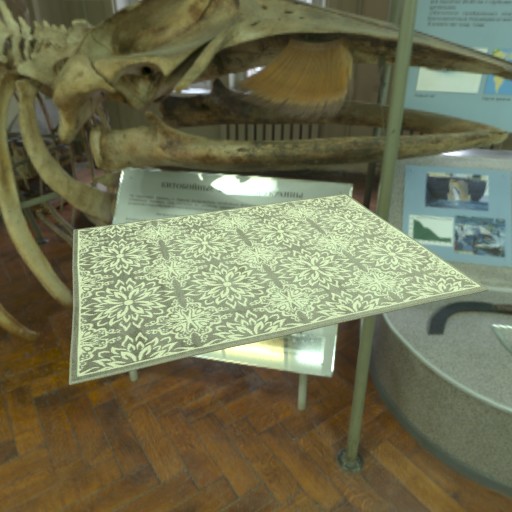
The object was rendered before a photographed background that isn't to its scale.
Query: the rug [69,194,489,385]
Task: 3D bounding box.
[{"bbox_3d":[0.000,0.000,2.835,2.213,0.014,1.608,-9,30,-17],"label":"rug"}]
